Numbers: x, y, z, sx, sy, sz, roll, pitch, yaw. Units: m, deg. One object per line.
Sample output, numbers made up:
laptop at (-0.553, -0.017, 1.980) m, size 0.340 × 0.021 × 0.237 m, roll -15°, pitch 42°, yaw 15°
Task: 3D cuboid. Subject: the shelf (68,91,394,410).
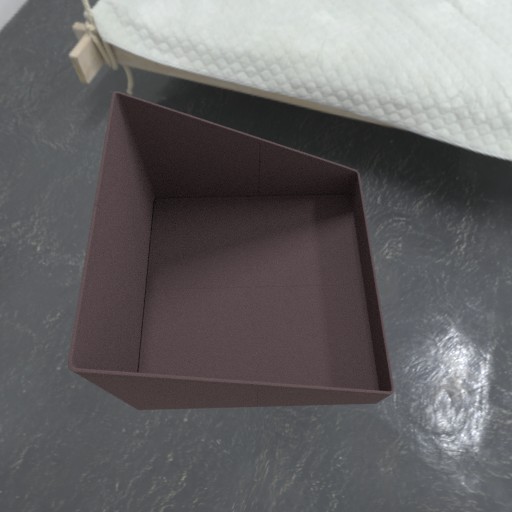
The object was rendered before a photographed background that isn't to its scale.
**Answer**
shelf at (0.000, 0.000, 0.493) m, size 0.292 × 0.210 × 0.292 m, roll -1°, pitch 63°, yaw -1°
